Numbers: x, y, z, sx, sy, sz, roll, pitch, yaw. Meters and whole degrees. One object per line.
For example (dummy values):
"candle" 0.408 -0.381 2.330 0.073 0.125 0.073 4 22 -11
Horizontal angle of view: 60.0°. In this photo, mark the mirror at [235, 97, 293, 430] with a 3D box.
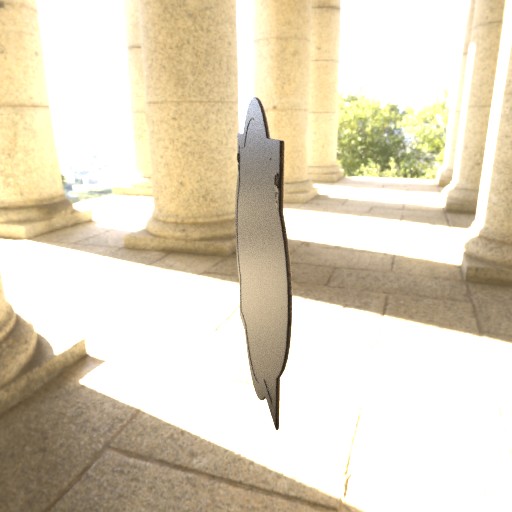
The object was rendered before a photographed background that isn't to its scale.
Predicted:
"mirror" 0.000 0.000 1.043 0.019 0.686 0.686 -3 17 -9
